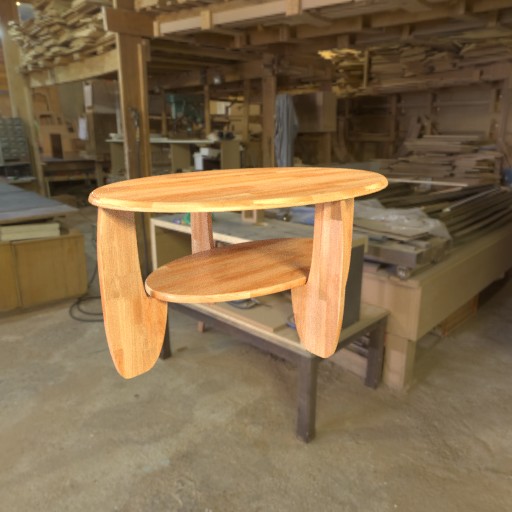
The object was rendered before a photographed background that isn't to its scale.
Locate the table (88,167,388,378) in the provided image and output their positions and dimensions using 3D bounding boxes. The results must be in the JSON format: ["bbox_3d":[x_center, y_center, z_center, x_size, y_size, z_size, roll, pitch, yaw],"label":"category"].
[{"bbox_3d":[0.000,0.000,1.437,1.040,0.490,0.690,-15,22,-41],"label":"table"}]
